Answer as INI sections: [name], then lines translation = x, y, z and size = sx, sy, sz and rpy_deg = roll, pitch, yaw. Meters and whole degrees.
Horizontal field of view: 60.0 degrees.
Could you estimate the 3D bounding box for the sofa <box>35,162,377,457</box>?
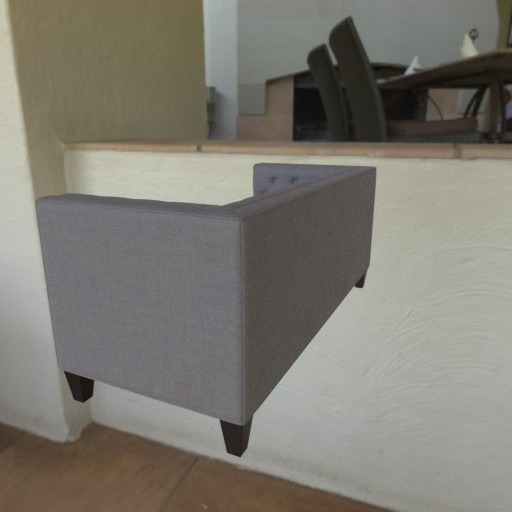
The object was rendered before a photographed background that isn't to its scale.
[sofa]
translation = 0.000, 0.000, 2.162
size = 0.775, 0.762, 1.778
rpy_deg = 8, 18, 25
